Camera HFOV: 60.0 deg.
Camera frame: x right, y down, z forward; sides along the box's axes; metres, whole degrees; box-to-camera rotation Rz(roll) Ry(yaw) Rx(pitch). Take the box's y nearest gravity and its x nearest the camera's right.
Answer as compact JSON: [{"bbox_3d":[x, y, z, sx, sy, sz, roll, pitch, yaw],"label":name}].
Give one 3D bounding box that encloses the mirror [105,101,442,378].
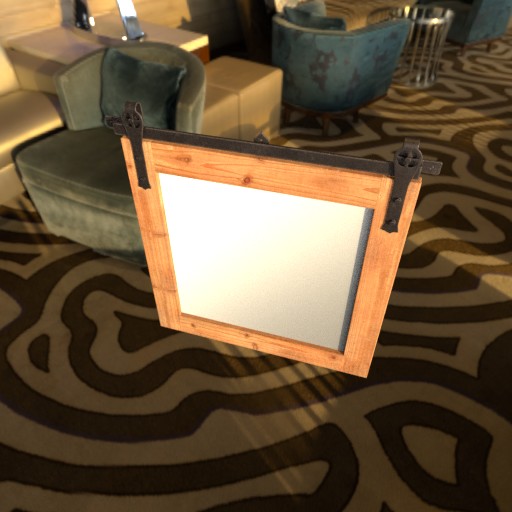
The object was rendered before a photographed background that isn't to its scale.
[{"bbox_3d":[0.000,0.000,1.227,0.805,0.800,0.054,11,42,13],"label":"mirror"}]
